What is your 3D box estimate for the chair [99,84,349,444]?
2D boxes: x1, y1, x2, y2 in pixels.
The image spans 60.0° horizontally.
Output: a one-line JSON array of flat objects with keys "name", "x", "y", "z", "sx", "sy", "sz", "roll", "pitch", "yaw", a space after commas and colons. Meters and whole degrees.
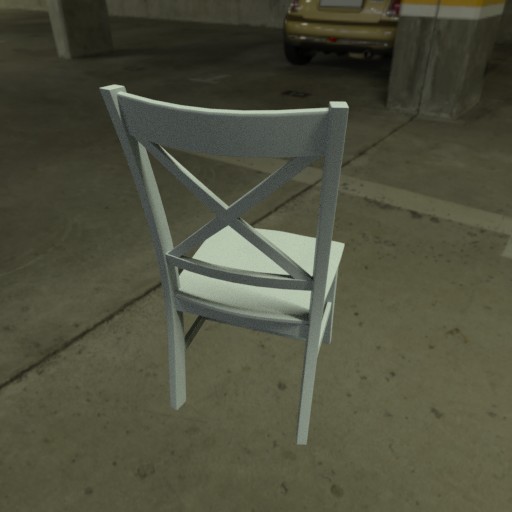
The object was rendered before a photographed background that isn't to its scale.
[{"name": "chair", "x": 0.000, "y": 0.000, "z": 1.265, "sx": 0.485, "sy": 0.983, "sz": 0.542, "roll": 10, "pitch": 34, "yaw": 15}]
